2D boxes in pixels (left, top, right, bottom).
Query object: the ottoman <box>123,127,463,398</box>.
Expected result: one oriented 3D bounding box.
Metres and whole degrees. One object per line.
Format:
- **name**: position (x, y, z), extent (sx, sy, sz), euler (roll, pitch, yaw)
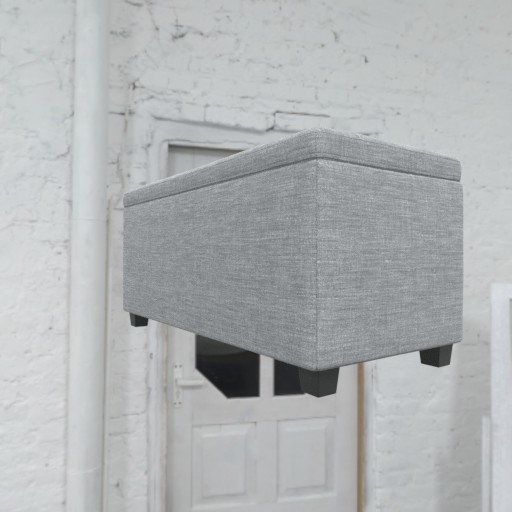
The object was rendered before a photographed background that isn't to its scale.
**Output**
- **ottoman**: position (0.000, 0.000, 1.125), extent (0.419, 0.432, 0.902), euler (0, 0, -35)
